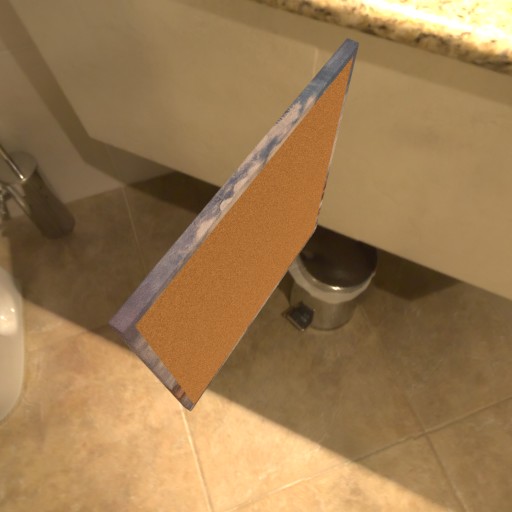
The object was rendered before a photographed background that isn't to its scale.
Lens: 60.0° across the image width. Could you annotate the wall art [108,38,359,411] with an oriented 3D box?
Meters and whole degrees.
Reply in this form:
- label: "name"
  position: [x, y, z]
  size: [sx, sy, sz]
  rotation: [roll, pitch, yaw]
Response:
- label: "wall art"
  position: [0.000, 0.000, 1.327]
  size: [0.035, 0.897, 0.888]
  rotation: [30, 66, 15]
